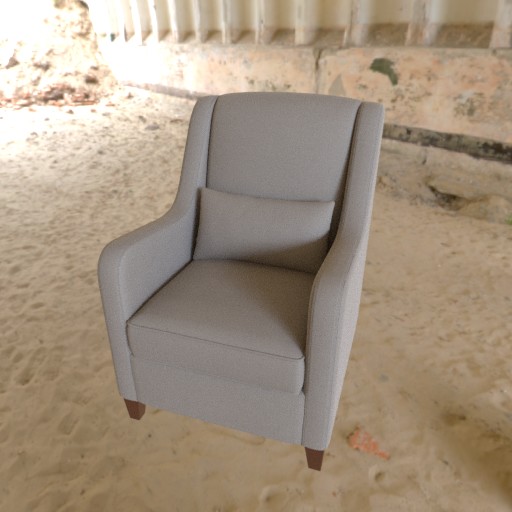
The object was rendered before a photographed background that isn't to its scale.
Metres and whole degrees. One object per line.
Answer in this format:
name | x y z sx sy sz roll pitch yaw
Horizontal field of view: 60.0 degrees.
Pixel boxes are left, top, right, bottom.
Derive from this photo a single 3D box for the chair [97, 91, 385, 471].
chair | 0.000 0.000 1.559 0.715 1.010 0.863 8 28 16
